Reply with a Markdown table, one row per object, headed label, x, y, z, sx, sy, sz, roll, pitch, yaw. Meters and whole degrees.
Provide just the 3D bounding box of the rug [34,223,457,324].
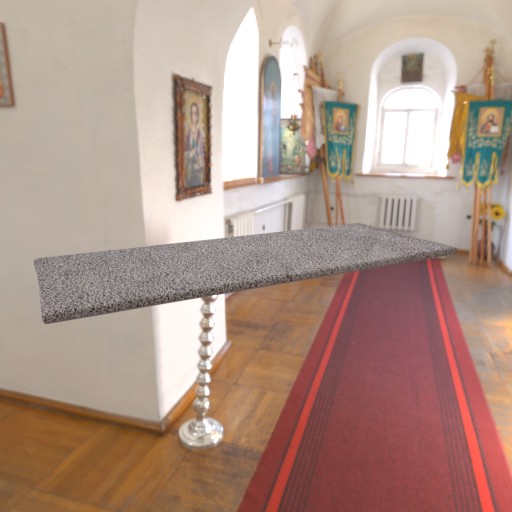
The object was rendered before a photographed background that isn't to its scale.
| label | x | y | z | sx | sy | sz | roll | pitch | yaw |
| --- | --- | --- | --- | --- | --- | --- | --- | --- | --- |
| rug | 0.000 | 0.000 | 1.708 | 1.524 | 0.030 | 0.609 | -8 | 17 | -26 |
